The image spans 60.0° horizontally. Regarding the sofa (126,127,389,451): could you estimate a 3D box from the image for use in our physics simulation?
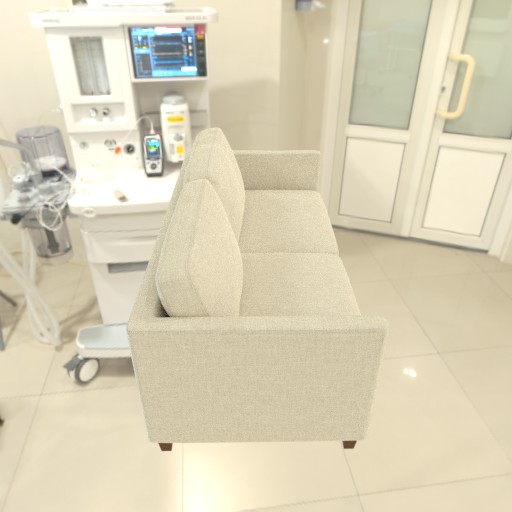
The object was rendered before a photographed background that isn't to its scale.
[{"bbox_3d":[0.000,0.000,2.437,0.950,0.963,1.838,0,33,-1],"label":"sofa"}]
